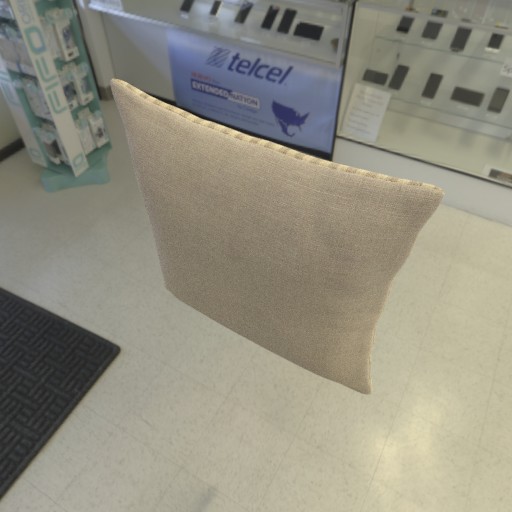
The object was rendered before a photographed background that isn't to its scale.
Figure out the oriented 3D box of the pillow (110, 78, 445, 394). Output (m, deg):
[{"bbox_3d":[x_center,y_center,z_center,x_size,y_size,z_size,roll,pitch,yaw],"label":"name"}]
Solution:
[{"bbox_3d":[0.000,0.000,0.776,0.523,0.510,0.166,25,52,21],"label":"pillow"}]
